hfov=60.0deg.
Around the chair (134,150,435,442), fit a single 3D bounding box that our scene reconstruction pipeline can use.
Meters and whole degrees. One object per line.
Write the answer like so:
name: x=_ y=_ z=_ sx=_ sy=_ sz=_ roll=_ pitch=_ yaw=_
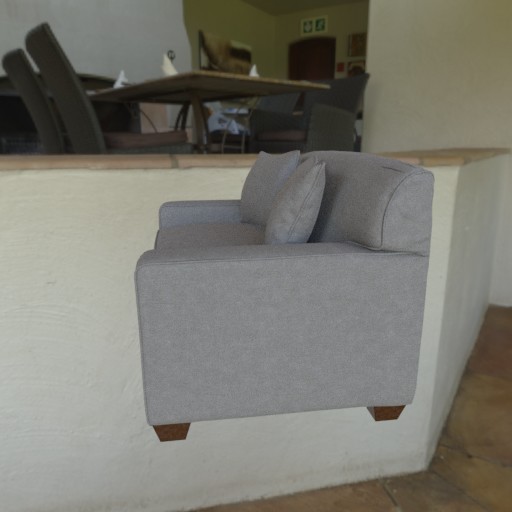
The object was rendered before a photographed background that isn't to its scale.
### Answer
chair: x=0.000 y=0.000 z=2.068 sx=0.992 sy=0.953 sz=1.395 roll=-2 pitch=15 yaw=-8
